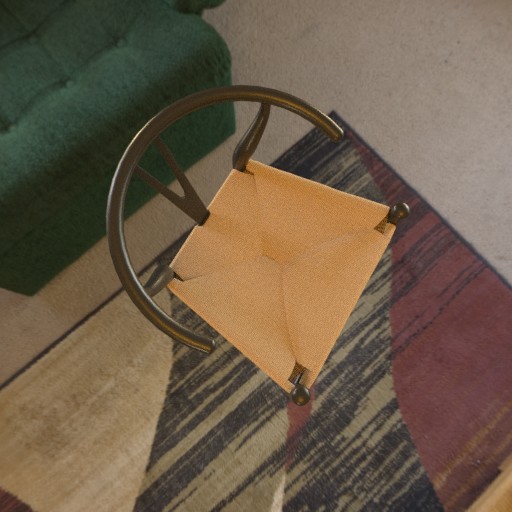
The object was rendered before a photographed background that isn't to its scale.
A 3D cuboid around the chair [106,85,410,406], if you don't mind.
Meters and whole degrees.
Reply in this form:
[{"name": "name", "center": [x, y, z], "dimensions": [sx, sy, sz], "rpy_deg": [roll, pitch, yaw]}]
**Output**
[{"name": "chair", "center": [0.000, 0.000, 1.188], "dimensions": [0.570, 0.739, 0.570], "rpy_deg": [30, 78, 7]}]
